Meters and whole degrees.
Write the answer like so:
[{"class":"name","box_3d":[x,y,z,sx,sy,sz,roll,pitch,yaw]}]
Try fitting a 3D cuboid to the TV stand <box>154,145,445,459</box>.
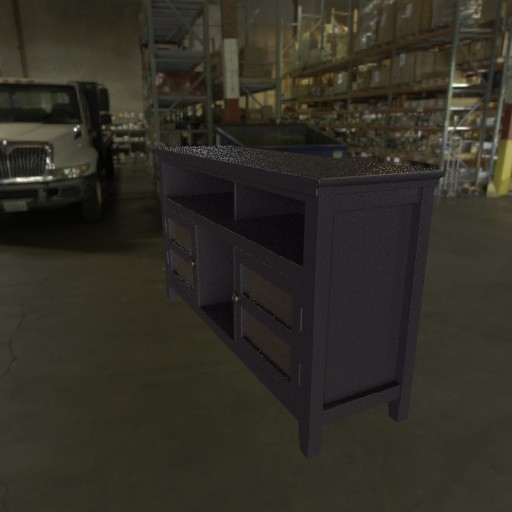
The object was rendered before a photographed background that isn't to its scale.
[{"class":"TV stand","box_3d":[0.000,0.000,1.537,0.347,0.681,1.198,-9,19,-26]}]
